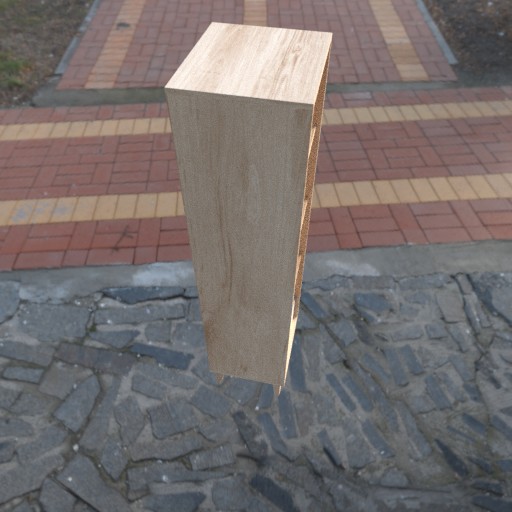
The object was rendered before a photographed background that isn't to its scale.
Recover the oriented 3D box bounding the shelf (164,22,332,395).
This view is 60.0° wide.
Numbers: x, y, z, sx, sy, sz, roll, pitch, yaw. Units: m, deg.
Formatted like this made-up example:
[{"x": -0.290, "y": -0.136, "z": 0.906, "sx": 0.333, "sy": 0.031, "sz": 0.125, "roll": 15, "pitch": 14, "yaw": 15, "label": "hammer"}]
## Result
[{"x": 0.000, "y": 0.000, "z": 2.191, "sx": 0.450, "sy": 1.960, "sz": 0.510, "roll": 9, "pitch": 49, "yaw": 8, "label": "shelf"}]
